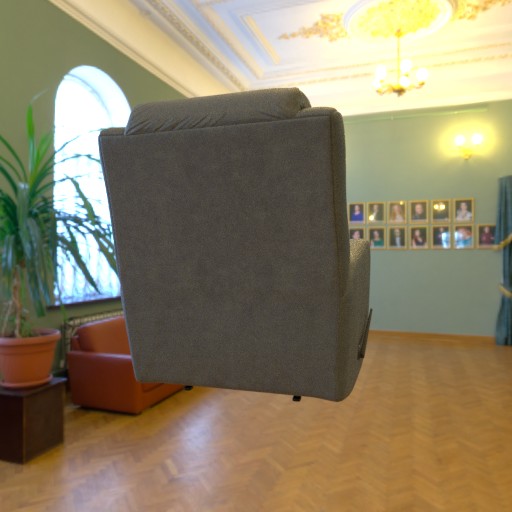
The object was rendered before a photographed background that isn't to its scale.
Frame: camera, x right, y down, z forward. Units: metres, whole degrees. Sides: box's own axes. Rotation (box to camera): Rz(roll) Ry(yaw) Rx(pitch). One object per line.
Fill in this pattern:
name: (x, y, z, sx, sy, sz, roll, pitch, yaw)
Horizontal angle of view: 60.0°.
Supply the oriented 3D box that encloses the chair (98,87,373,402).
chair: (0.000, 0.000, 1.948, 0.967, 1.116, 1.068, 0, 0, 18)
